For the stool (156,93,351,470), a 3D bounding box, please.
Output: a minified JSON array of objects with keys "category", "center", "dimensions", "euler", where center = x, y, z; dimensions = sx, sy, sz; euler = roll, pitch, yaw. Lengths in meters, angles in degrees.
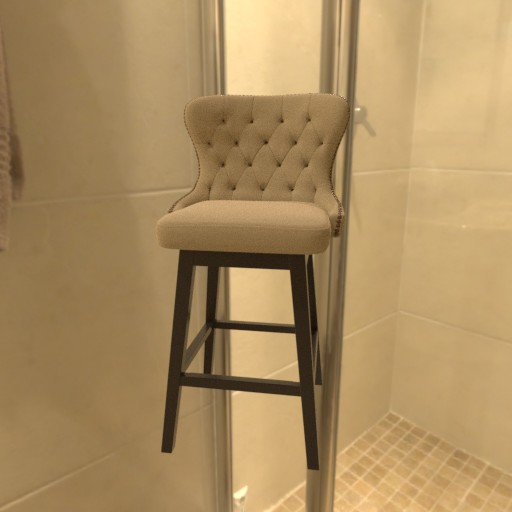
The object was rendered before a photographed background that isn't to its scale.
[{"category":"stool","center":[0.000,0.000,1.334],"dimensions":[0.528,0.971,0.593],"euler":[2,15,9]}]
